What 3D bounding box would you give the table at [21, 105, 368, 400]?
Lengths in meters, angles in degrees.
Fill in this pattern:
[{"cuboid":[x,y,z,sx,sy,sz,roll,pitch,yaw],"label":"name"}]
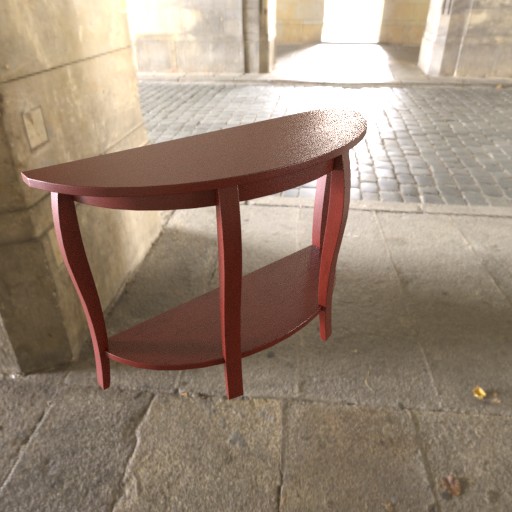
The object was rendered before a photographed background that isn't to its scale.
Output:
[{"cuboid":[0.000,0.000,1.527,1.219,0.779,0.405,-23,38,-34],"label":"table"}]
